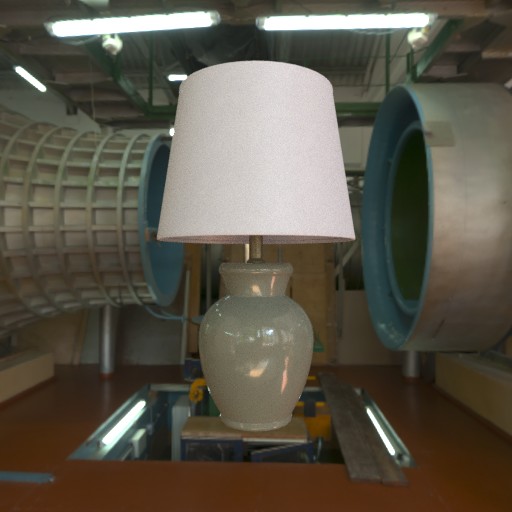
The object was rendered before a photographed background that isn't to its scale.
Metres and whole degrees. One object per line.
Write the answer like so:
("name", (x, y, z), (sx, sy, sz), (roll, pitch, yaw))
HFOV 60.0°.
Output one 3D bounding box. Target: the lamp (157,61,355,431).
("lamp", (0.000, 0.000, 0.547), (0.239, 0.399, 0.239), (0, -1, 0))
